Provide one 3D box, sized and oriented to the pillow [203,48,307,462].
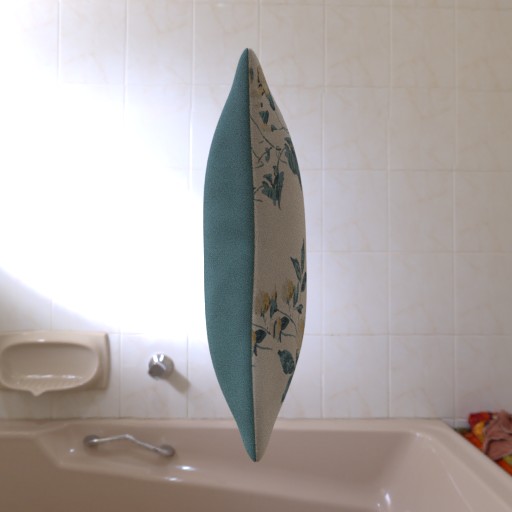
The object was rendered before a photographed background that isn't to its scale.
[{"bbox_3d":[0.000,0.000,0.797,0.166,0.507,0.526,0,-1,1],"label":"pillow"}]
